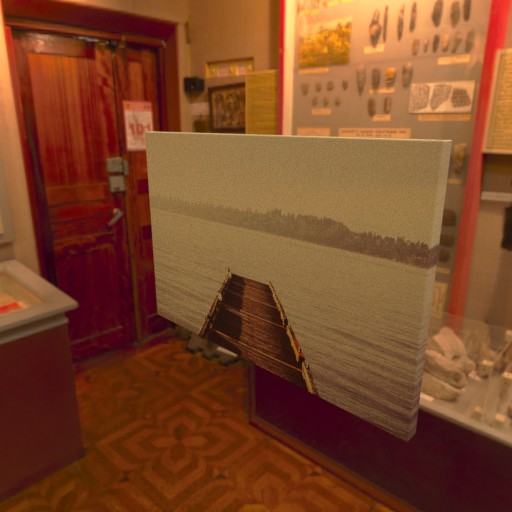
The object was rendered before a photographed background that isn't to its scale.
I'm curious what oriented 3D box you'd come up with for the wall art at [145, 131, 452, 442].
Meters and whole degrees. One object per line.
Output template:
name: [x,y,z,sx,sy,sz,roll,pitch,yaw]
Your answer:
wall art: [0.000,0.000,1.151,0.916,0.609,0.037,16,23,42]
